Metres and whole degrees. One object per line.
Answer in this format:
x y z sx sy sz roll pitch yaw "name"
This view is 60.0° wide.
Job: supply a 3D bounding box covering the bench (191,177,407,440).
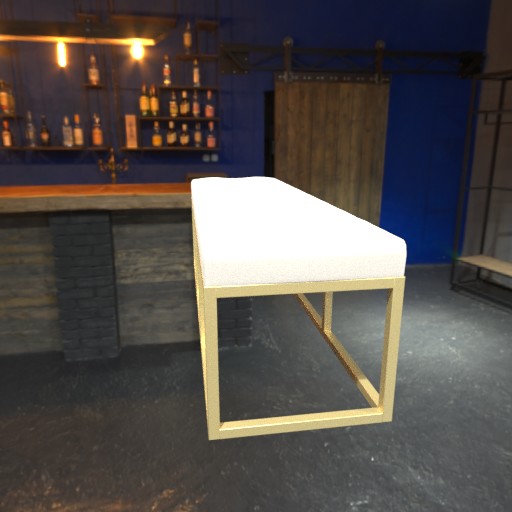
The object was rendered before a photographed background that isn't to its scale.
0.000 0.000 1.711 0.457 0.484 1.473 -2 15 -9 "bench"
